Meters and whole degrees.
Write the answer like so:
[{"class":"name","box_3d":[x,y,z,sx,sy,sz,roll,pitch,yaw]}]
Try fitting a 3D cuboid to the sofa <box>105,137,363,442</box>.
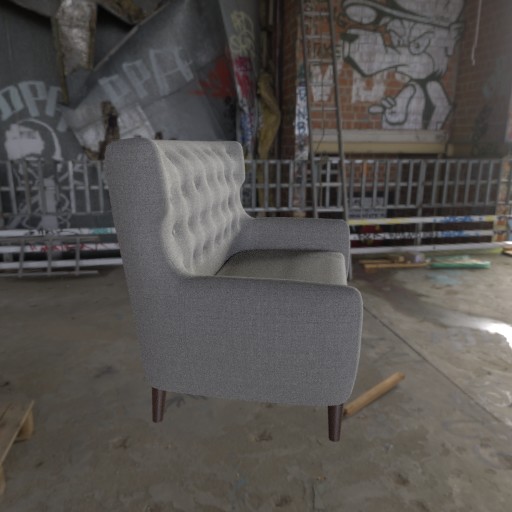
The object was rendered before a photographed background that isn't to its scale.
[{"class":"sofa","box_3d":[0.000,0.000,2.024,0.884,1.028,1.386,2,14,9]}]
